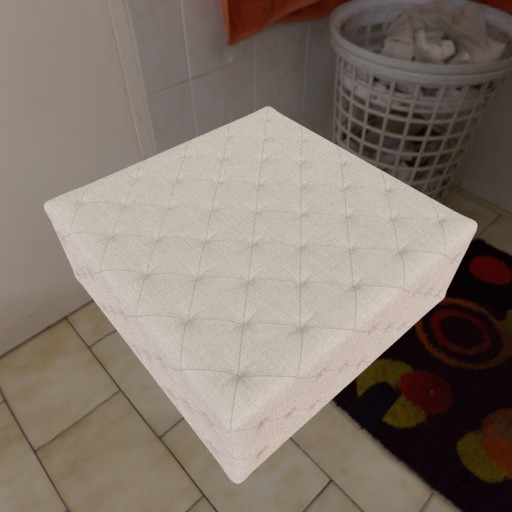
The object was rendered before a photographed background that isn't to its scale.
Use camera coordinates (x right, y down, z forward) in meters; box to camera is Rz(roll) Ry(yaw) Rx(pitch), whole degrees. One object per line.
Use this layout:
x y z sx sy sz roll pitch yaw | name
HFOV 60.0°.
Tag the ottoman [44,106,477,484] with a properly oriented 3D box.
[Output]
0.000 0.000 1.596 1.028 0.439 1.028 -32 54 -27 | ottoman
